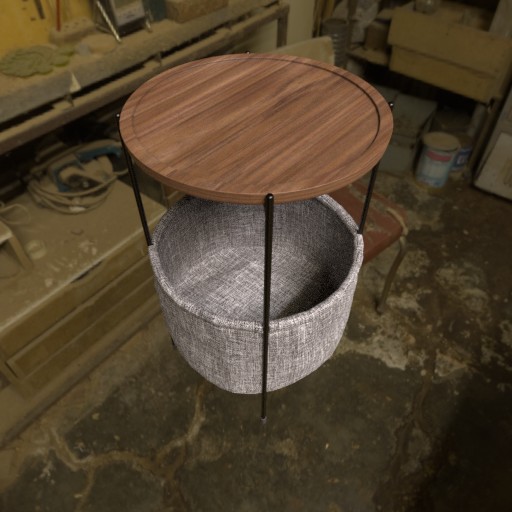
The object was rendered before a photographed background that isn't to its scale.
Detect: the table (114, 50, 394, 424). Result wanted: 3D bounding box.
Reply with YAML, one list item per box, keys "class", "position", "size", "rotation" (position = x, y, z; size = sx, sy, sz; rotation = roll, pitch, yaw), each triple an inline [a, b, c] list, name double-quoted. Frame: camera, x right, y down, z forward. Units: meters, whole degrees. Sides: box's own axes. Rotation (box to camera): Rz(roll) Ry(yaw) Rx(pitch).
- class: "table"
  position: [0.000, 0.000, 0.865]
  size: [0.400, 0.623, 0.400]
  rotation: [32, 55, 26]
